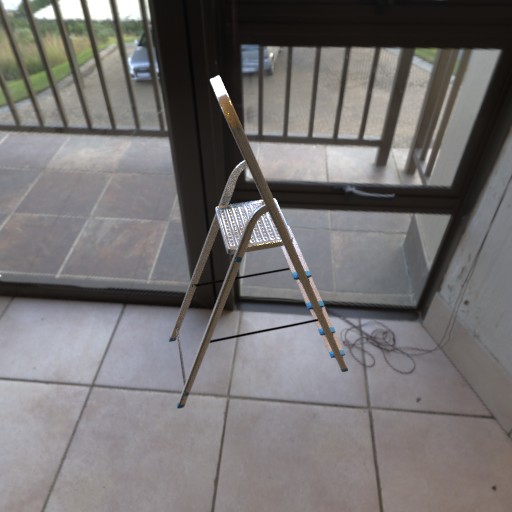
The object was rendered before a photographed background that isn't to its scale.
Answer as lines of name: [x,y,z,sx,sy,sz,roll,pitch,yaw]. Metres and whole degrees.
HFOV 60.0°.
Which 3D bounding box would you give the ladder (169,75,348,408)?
ladder: [0.000,0.000,2.067,0.990,1.648,0.468,-10,45,-10]
